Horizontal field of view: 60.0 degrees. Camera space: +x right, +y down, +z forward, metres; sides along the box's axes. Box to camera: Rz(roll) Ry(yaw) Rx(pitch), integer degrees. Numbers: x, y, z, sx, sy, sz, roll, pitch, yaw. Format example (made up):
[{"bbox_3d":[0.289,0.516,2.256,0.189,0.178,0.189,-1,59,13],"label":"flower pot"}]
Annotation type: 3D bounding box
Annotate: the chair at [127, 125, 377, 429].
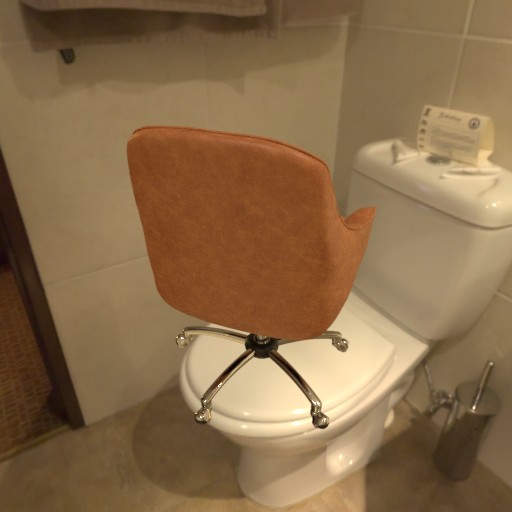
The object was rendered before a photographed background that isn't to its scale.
[{"bbox_3d":[0.000,0.000,1.317,0.628,0.909,0.615,11,34,17],"label":"chair"}]
